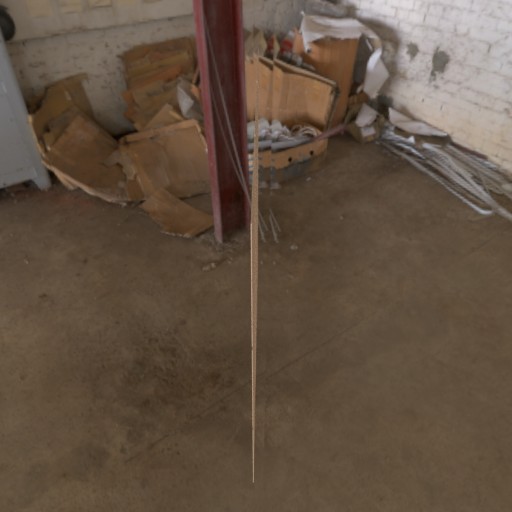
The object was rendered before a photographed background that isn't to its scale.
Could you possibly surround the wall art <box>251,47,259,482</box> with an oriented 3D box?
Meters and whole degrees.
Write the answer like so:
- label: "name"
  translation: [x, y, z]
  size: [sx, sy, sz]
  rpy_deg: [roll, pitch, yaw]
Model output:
- label: "wall art"
  translation: [0.000, 0.000, 2.172]
  size: [0.002, 1.505, 1.517]
  rpy_deg: [1, 40, 1]
